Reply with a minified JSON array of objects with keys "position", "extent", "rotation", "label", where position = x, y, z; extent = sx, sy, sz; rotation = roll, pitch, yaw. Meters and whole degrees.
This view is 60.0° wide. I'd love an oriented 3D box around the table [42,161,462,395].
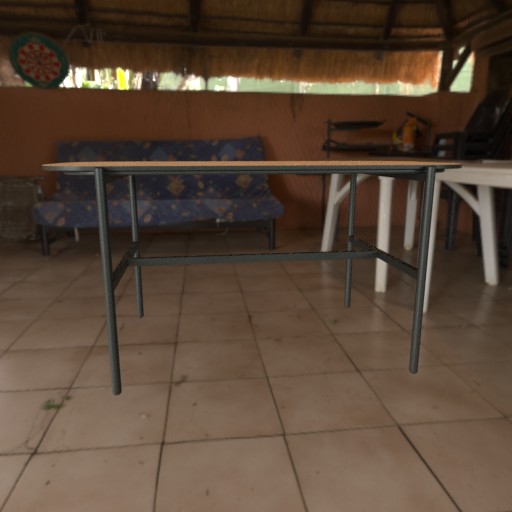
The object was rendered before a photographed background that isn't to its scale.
[{"position":[0.000,0.000,0.973],"extent":[0.800,0.400,0.400],"rotation":[-2,13,-8],"label":"table"}]
